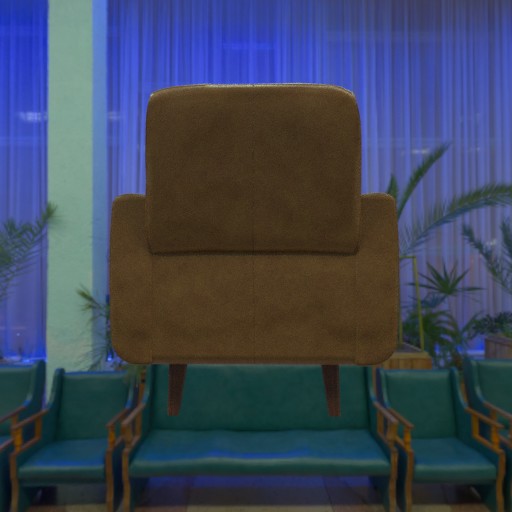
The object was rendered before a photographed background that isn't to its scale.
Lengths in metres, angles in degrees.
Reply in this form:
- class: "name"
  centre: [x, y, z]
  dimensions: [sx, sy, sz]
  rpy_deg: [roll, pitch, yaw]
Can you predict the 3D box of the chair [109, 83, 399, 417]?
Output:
- class: "chair"
  centre: [0.000, 0.000, 1.671]
  dimensions: [0.845, 0.968, 0.942]
  rpy_deg: [0, -1, 1]
